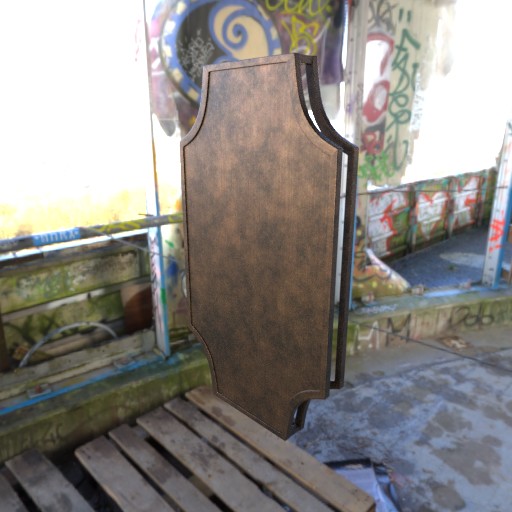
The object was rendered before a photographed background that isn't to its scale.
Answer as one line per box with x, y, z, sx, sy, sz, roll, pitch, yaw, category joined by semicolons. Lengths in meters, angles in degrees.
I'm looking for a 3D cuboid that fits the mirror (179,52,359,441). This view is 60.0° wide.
0.000;0.000;1.000;0.066;0.811;0.462;-16;23;-42;mirror
